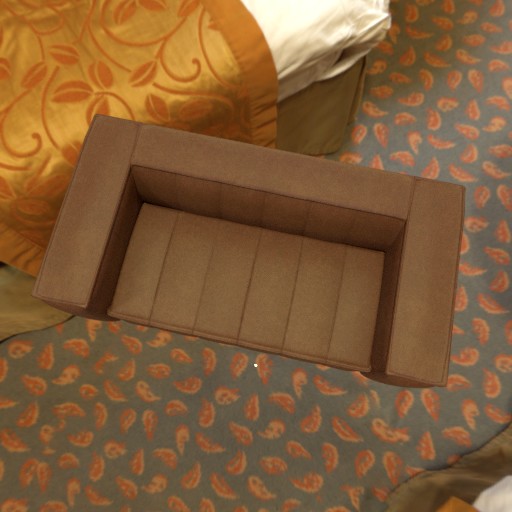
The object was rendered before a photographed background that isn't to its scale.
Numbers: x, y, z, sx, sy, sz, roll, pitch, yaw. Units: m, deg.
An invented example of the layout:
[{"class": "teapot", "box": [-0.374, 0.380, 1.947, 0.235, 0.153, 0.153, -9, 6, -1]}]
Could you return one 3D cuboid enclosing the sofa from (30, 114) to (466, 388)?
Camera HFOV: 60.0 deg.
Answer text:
[{"class": "sofa", "box": [0.000, 0.000, 2.571, 2.088, 0.703, 1.102, 12, 76, 3]}]
